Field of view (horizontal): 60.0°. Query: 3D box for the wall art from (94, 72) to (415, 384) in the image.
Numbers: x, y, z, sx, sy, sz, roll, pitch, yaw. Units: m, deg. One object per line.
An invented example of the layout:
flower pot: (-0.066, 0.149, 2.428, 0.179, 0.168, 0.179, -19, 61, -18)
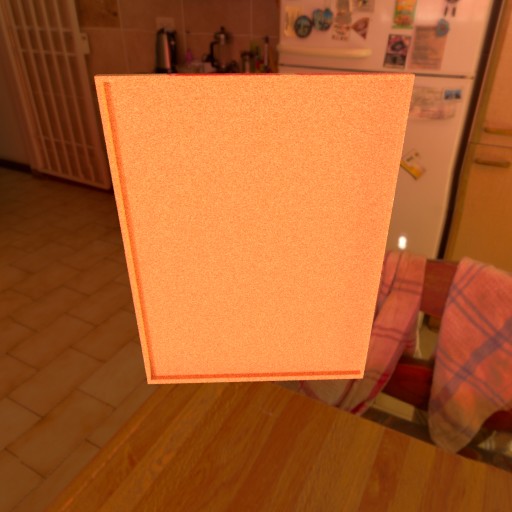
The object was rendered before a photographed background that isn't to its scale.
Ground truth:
wall art: (0.000, 0.000, 1.323, 0.762, 1.015, 0.031, -1, 31, -2)
